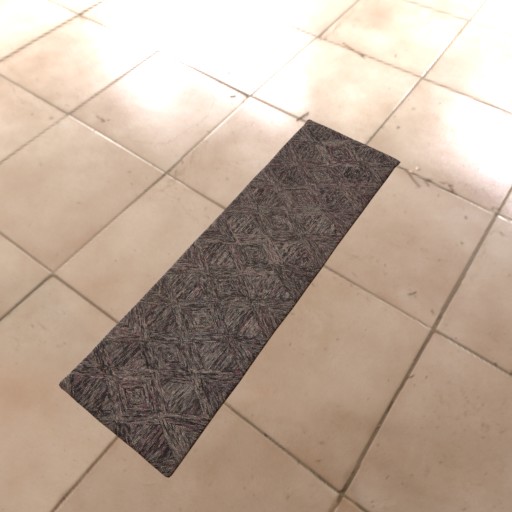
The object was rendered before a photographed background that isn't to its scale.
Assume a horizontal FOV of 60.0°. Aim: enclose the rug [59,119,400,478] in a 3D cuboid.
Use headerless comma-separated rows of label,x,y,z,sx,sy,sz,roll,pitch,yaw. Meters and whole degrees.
rug,0.000,0.000,2.522,0.719,0.013,2.305,31,63,18
